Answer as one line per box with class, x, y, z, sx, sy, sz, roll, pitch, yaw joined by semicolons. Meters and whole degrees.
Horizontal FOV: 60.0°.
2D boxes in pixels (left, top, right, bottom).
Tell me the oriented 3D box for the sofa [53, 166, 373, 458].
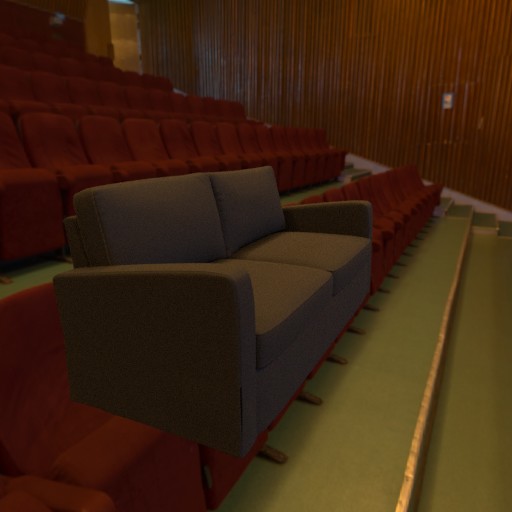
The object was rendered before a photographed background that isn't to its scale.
sofa;0.000;0.000;2.299;0.898;0.839;1.852;7;16;26
